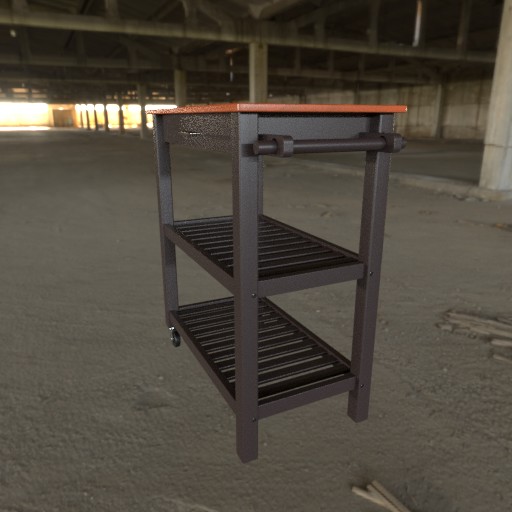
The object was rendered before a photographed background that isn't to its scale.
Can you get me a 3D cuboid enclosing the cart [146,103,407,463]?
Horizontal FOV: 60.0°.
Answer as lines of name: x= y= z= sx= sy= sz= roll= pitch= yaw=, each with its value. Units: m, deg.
cart: x=0.000 y=0.000 z=1.461 sx=0.457 sy=0.927 sz=0.899 roll=-8 pitch=19 yaw=-25
